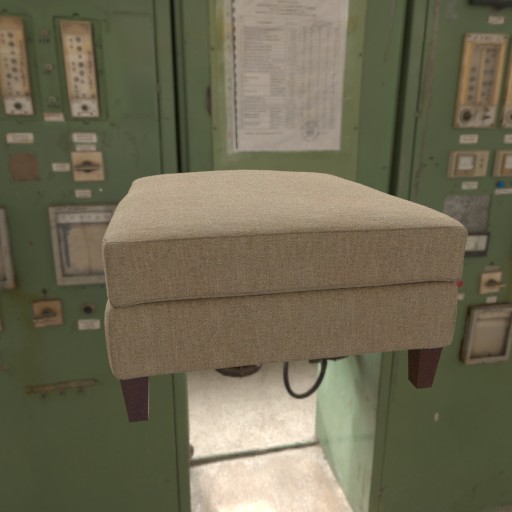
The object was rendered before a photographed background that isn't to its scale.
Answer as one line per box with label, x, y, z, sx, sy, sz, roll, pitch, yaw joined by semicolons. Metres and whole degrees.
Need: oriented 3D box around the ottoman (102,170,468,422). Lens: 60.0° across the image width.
ottoman;0.000;0.000;1.438;0.836;0.492;0.976;-3;18;-10
